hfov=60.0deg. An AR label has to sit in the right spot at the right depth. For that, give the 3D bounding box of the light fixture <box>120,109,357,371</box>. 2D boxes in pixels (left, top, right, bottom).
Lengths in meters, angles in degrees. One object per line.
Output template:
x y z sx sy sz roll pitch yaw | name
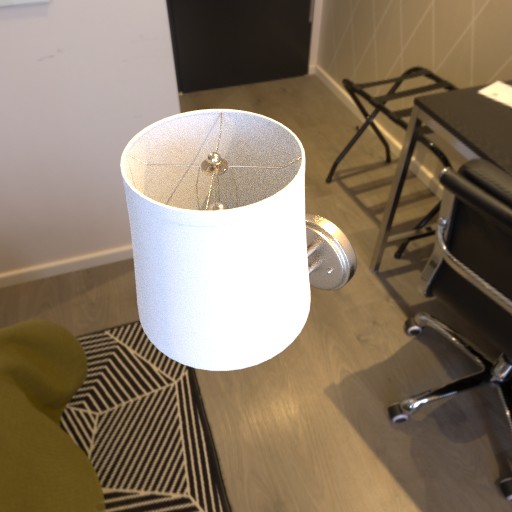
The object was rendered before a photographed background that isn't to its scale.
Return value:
0.000 0.000 0.596 0.223 0.381 0.348 32 54 27 | light fixture
